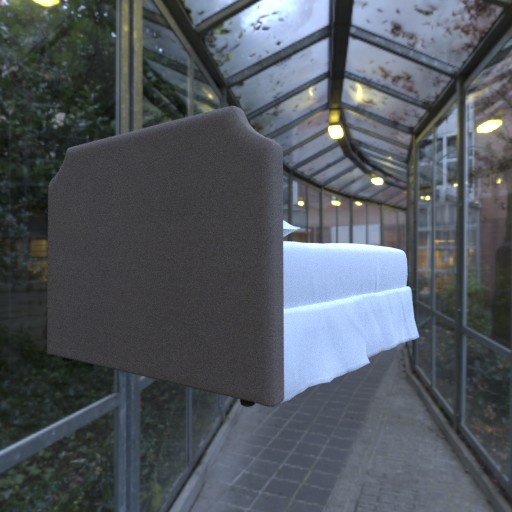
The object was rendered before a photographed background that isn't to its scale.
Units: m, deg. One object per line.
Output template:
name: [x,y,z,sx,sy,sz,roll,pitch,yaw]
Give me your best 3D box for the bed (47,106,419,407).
bed: [0.000,0.000,3.102,1.693,1.290,2.116,0,0,36]
